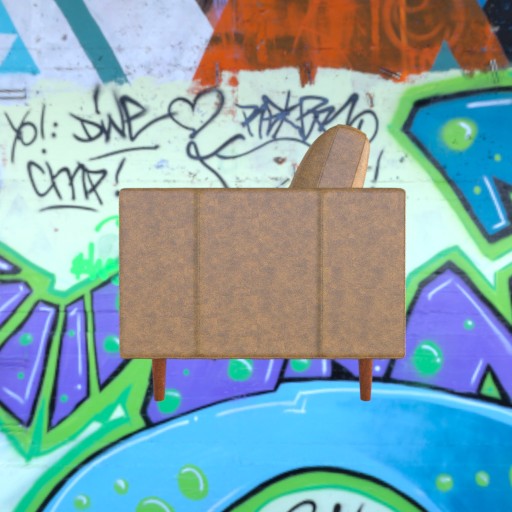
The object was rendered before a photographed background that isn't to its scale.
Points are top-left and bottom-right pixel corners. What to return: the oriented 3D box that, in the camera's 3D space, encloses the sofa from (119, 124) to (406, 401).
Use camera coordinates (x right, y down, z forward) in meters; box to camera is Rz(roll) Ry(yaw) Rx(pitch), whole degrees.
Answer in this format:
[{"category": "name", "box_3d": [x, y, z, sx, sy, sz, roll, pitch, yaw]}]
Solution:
[{"category": "sofa", "box_3d": [0.000, 0.000, 2.125, 0.909, 0.951, 1.578, 0, 1, 0]}]
